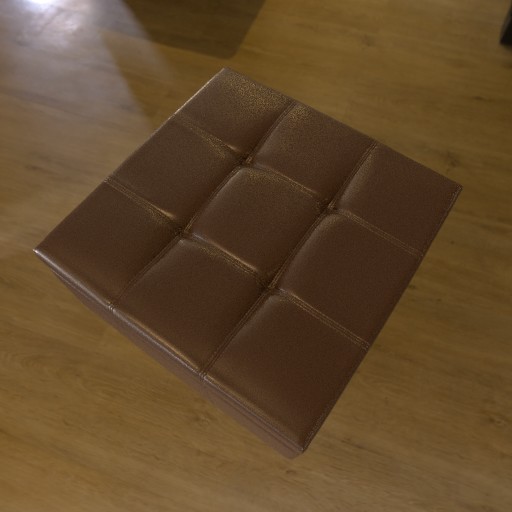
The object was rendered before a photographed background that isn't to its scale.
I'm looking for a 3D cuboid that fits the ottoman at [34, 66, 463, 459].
[{"bbox_3d":[0.000,0.000,1.293,0.787,0.460,0.788,32,68,15],"label":"ottoman"}]
